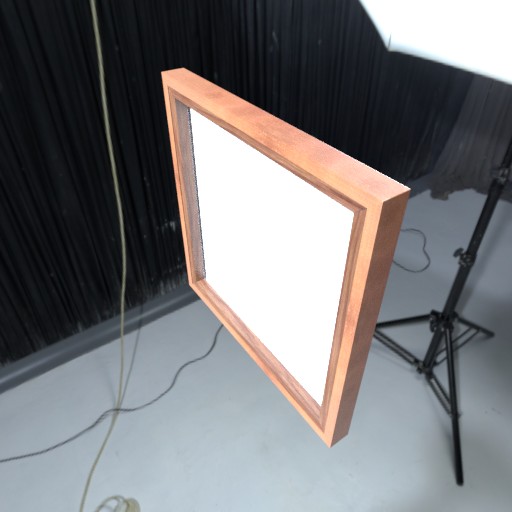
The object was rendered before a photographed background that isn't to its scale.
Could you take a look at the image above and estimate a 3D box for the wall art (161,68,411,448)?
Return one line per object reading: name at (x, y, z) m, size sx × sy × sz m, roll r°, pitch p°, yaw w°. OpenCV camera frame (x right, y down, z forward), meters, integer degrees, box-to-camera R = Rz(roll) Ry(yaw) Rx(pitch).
wall art at (0.000, 0.000, 0.620) m, size 0.035 × 0.403 × 0.403 m, roll -24°, pitch 45°, yaw -26°
